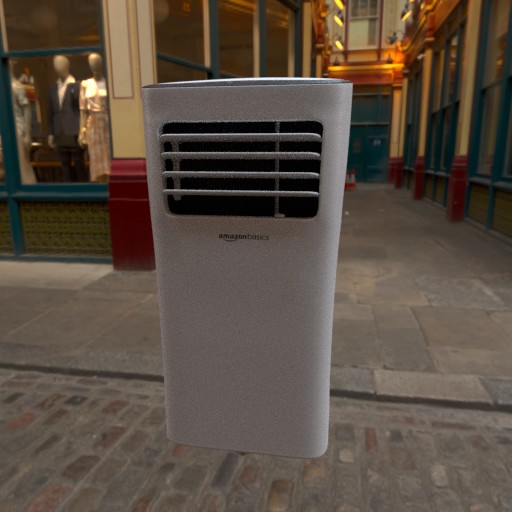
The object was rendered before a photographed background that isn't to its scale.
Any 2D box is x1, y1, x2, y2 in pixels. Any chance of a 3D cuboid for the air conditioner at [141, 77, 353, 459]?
[{"bbox_3d":[0.000,0.000,0.916,0.352,0.716,0.369,2,13,9],"label":"air conditioner"}]
